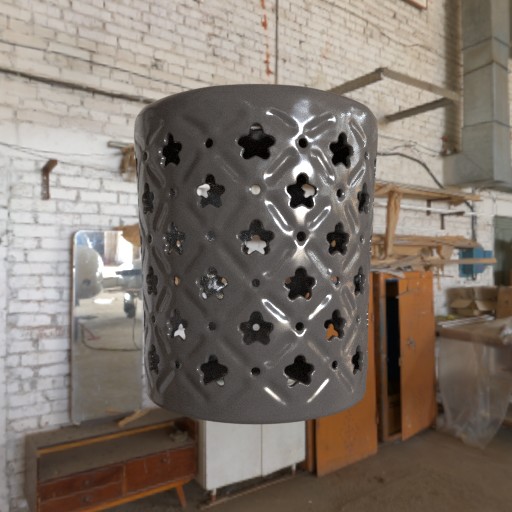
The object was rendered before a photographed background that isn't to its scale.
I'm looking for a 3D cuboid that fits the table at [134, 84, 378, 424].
[{"bbox_3d":[0.000,0.000,0.658,0.352,0.387,0.352,0,0,0],"label":"table"}]
